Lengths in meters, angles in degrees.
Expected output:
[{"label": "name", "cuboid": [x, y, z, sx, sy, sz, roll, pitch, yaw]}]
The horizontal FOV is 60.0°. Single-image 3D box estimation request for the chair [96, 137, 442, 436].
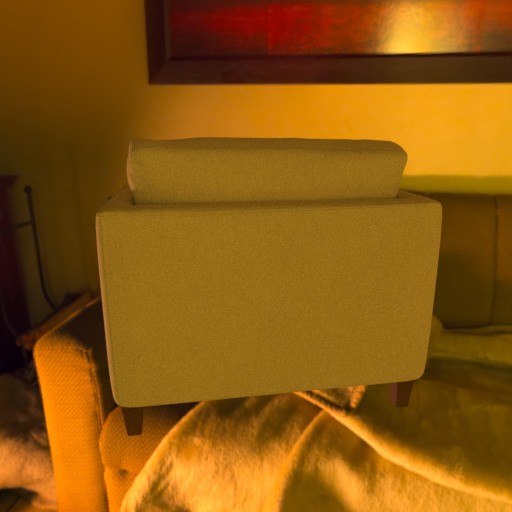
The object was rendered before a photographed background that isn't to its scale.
[{"label": "chair", "cuboid": [0.000, 0.000, 1.844, 1.107, 0.961, 0.959, -3, 16, -9]}]
